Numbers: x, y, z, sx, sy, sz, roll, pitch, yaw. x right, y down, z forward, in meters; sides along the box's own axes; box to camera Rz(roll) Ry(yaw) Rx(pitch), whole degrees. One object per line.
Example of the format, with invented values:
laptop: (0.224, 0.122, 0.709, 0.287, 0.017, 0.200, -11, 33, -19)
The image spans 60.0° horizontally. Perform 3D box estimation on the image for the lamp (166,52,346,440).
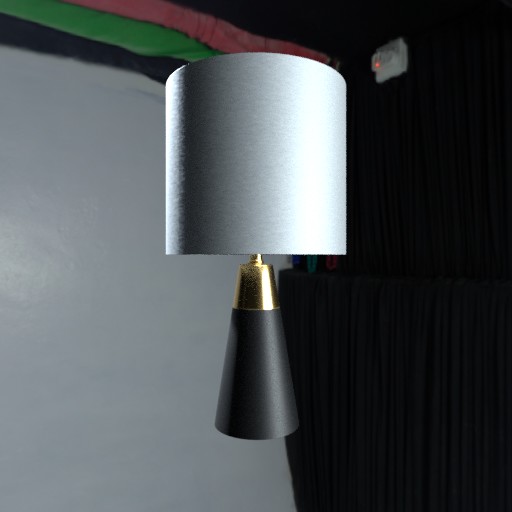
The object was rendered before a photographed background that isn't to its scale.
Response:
lamp: (0.000, 0.000, 0.773, 0.308, 0.580, 0.308, 0, 0, -35)
